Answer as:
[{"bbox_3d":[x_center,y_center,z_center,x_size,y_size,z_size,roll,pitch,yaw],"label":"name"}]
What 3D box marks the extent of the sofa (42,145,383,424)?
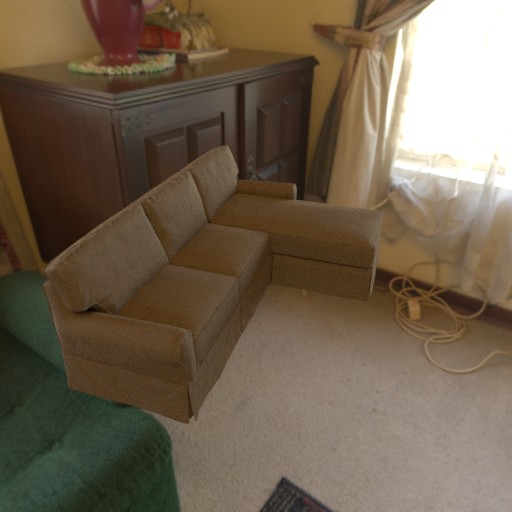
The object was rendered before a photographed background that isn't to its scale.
[{"bbox_3d":[0.000,0.000,3.347,1.733,0.978,2.475,10,32,16],"label":"sofa"}]
